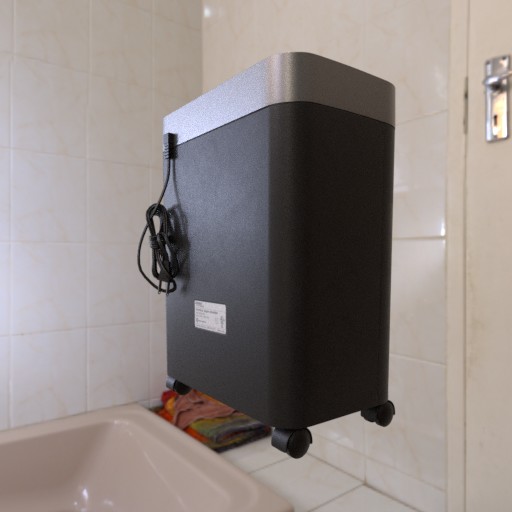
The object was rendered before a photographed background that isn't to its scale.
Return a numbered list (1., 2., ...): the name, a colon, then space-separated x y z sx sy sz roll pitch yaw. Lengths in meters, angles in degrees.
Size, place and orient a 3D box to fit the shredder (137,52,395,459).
1. shredder: 0.000 0.000 0.601 0.237 0.419 0.311 0 0 -36
